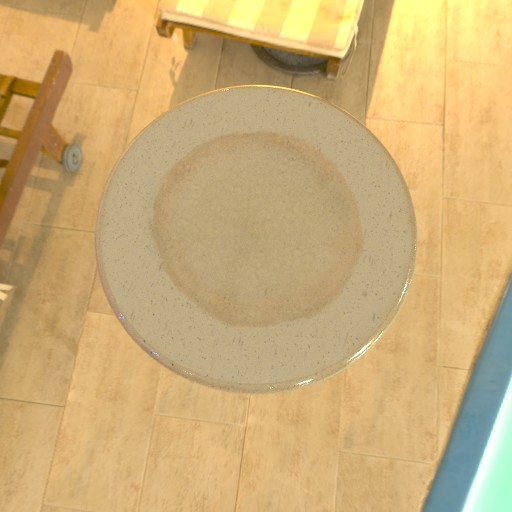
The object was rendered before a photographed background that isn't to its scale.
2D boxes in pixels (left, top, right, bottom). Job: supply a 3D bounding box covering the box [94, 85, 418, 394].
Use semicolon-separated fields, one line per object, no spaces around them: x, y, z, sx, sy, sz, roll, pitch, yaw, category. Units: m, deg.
0.000;0.000;0.266;0.154;0.123;0.154;0;75;0;box
